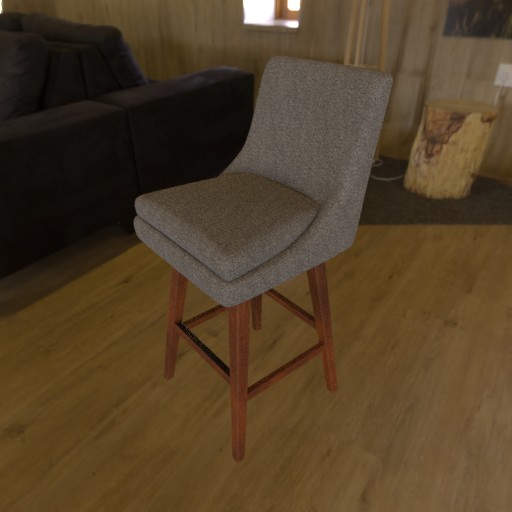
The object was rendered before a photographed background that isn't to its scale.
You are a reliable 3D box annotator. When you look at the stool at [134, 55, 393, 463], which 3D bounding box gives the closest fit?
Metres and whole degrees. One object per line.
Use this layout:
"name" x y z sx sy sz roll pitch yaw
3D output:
"stool" 0.000 0.000 1.374 0.572 1.068 0.489 -23 39 -33
